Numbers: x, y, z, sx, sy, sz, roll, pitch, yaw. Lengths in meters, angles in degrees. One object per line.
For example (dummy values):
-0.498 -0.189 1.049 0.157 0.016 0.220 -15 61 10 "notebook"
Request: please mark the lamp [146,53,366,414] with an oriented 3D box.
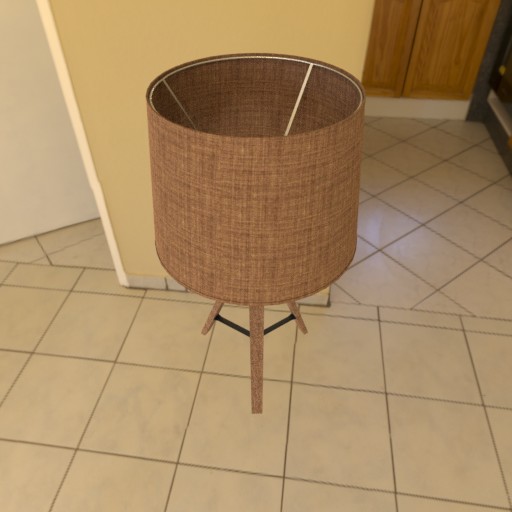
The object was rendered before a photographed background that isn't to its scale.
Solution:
0.000 0.000 0.677 0.290 0.514 0.290 0 42 0 "lamp"
